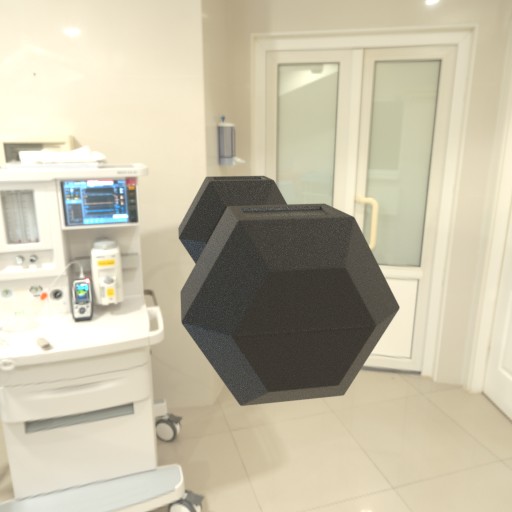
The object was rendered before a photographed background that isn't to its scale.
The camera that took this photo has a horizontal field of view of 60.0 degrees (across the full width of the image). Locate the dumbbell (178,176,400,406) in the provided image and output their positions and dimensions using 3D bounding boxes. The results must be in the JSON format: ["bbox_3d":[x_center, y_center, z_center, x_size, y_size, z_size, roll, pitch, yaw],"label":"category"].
[{"bbox_3d":[0.000,0.000,0.416,0.142,0.123,0.337,-3,15,-10],"label":"dumbbell"}]
